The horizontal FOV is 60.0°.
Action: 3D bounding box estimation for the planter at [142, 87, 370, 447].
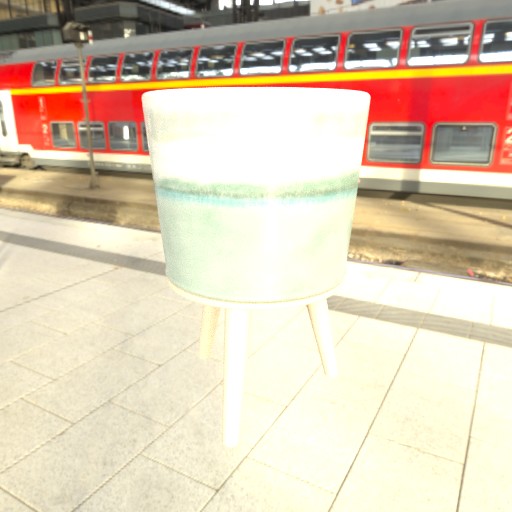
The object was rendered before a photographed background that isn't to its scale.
[{"bbox_3d":[0.000,0.000,0.587,0.265,0.404,0.265,9,20,26],"label":"planter"}]
